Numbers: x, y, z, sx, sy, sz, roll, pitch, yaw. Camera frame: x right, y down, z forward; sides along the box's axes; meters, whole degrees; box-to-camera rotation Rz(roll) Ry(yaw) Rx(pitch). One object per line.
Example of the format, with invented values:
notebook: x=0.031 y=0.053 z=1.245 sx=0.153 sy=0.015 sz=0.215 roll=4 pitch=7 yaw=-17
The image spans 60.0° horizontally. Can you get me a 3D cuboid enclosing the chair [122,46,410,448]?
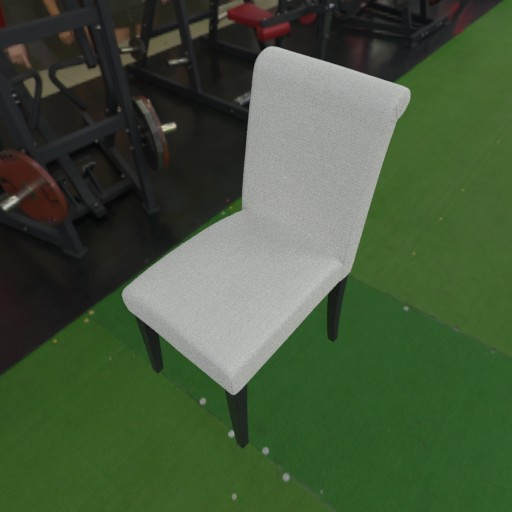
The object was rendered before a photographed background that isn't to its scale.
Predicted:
chair: x=0.000 y=0.000 z=1.367 sx=0.452 sy=0.976 sz=0.708 roll=31 pitch=53 yaw=27
